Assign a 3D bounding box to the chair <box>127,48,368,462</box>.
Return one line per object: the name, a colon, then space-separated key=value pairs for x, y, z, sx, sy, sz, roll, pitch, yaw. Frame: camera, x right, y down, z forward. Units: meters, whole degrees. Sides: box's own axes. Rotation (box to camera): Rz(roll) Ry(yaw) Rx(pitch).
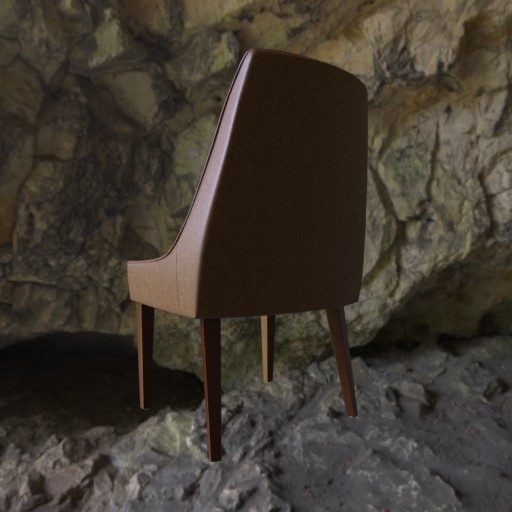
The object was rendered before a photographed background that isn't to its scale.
chair: x=0.000 y=0.000 z=1.186 sx=0.529 sy=0.861 sz=0.544 roll=-1 pitch=1 yaw=-36
